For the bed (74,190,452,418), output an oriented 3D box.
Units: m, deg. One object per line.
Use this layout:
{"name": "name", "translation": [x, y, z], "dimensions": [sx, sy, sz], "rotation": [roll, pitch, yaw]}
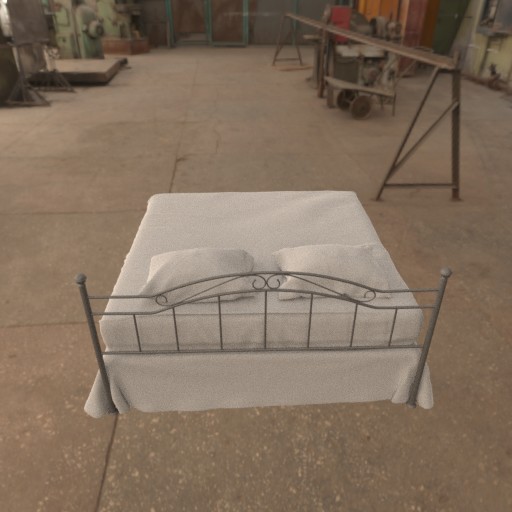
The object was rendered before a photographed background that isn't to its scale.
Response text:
{"name": "bed", "translation": [0.000, 0.000, 3.557], "dimensions": [2.309, 1.080, 2.220], "rotation": [-1, 31, -2]}
